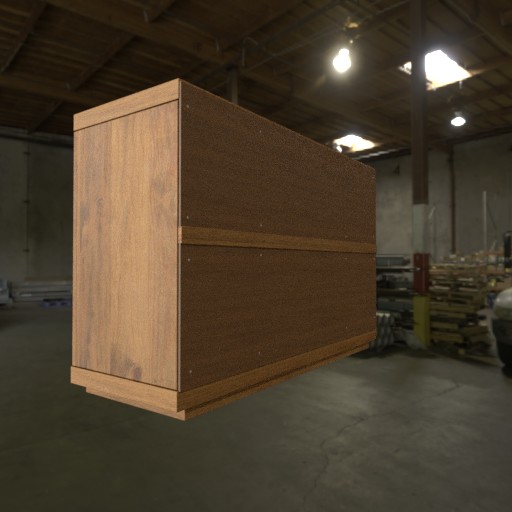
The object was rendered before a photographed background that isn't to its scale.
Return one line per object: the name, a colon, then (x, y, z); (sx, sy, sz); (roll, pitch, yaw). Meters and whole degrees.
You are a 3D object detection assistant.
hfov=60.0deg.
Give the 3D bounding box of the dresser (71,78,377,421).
dresser: (0.000, 0.000, 1.689); (0.479, 0.825, 1.261); (-1, -1, 36)
